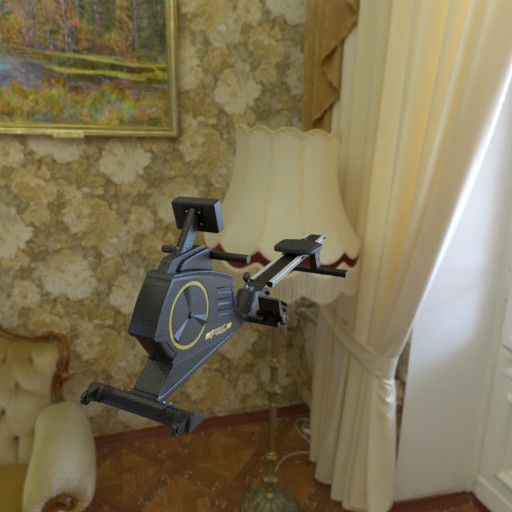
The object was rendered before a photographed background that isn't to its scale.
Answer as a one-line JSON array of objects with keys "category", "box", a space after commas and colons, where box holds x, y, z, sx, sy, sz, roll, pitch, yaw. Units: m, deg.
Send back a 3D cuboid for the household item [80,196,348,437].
[{"category": "household item", "box": [0.000, 0.000, 2.563, 0.521, 0.810, 2.251, 7, 17, 25]}]
